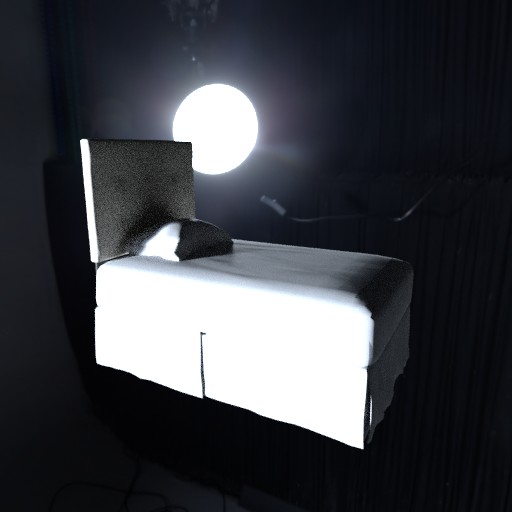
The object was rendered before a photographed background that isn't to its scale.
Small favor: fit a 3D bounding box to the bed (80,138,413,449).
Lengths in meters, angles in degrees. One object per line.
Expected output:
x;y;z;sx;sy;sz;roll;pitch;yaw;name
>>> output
0.000;0.000;3.063;1.997;1.571;1.261;7;15;27;bed
